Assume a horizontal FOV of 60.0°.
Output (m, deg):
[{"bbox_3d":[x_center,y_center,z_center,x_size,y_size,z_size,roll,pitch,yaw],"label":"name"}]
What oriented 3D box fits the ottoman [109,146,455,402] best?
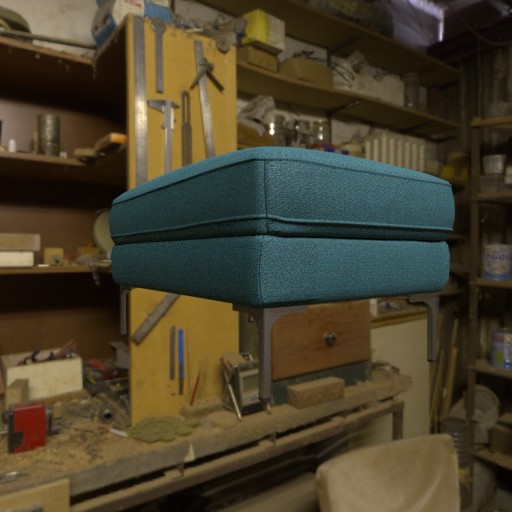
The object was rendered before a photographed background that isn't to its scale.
[{"bbox_3d":[0.000,0.000,1.214,0.563,0.498,0.856,0,0,-35],"label":"ottoman"}]
